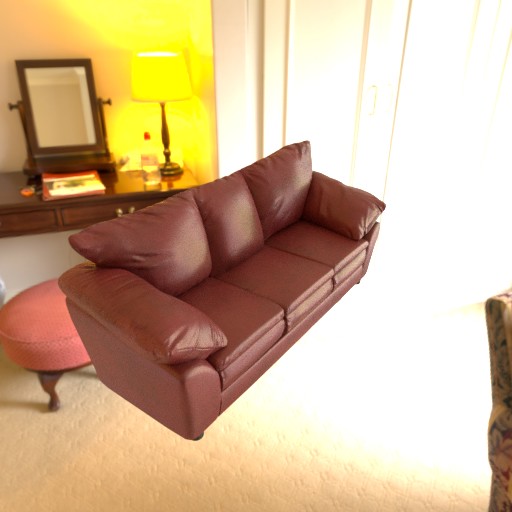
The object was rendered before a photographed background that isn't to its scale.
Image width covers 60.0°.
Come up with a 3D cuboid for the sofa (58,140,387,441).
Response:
[{"bbox_3d":[0.000,0.000,2.933,0.907,1.091,2.390,19,32,32],"label":"sofa"}]
